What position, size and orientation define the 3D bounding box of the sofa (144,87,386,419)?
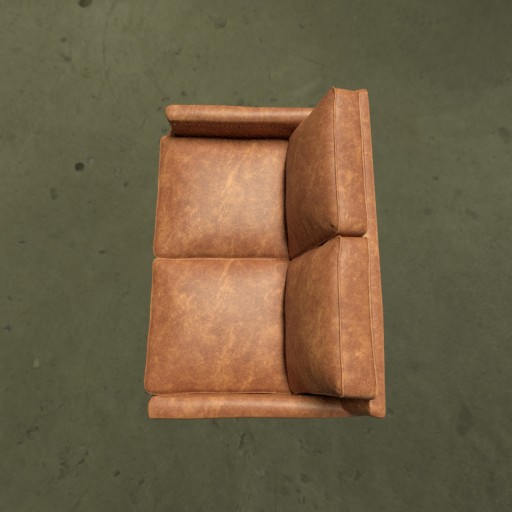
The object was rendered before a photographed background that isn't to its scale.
[{"bbox_3d":[0.000,0.000,2.298,1.084,1.003,1.597,1,76,0],"label":"sofa"}]
